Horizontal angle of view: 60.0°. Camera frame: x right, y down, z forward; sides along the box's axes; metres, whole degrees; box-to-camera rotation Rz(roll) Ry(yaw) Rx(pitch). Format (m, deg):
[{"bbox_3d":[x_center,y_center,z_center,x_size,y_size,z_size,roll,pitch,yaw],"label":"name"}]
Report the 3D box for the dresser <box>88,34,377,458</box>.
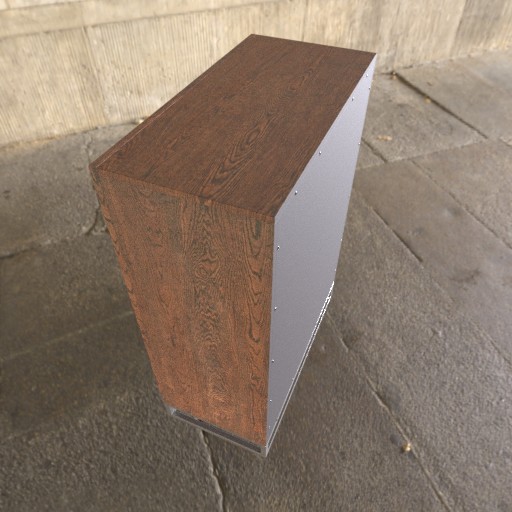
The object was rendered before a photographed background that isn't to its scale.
[{"bbox_3d":[0.000,0.000,1.773,0.508,1.321,0.965,17,48,16],"label":"dresser"}]
